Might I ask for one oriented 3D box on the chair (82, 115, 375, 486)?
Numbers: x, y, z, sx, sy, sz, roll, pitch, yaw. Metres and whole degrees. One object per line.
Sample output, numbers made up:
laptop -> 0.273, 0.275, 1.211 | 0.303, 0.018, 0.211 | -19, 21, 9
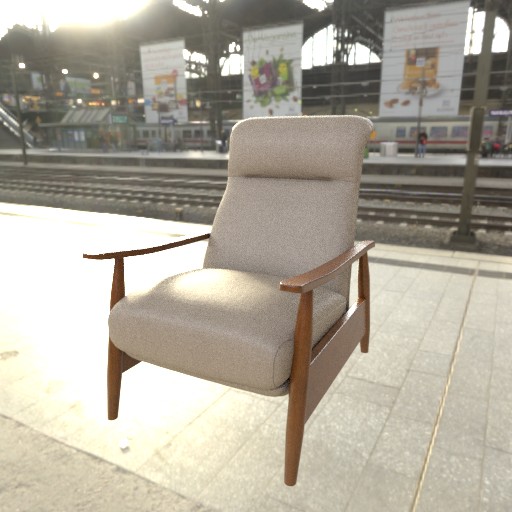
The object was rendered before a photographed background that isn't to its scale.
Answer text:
chair -> 0.000, 0.000, 1.738 | 0.762, 1.082, 1.032 | 7, 17, 26
